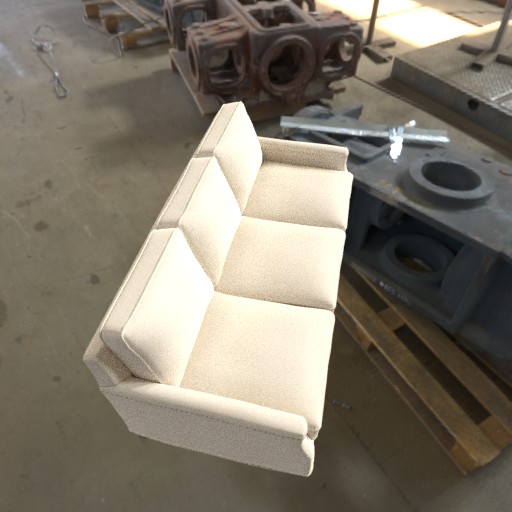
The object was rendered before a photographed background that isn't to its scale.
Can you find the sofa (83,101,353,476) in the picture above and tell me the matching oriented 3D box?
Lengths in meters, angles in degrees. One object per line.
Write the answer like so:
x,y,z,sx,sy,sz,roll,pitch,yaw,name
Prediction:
0.000,0.000,2.804,1.084,1.003,2.246,10,48,9,sofa
